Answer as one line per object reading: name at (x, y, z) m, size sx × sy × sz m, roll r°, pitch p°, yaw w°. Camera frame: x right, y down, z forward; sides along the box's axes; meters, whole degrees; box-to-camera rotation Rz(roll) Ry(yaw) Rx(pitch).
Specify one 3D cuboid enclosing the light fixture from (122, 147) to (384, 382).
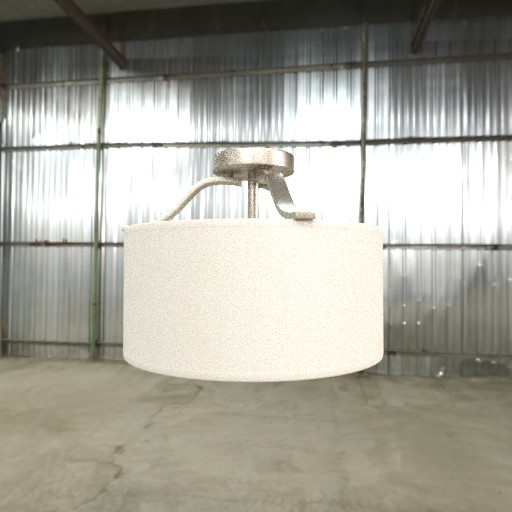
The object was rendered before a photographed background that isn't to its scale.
light fixture at (0.000, 0.000, 0.686) m, size 0.395 × 0.304 × 0.395 m, roll 0°, pitch -1°, yaw 0°
